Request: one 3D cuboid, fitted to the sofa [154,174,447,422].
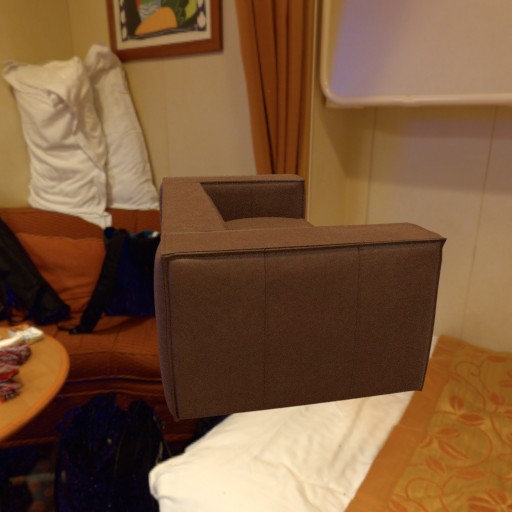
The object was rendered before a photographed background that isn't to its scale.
[{"bbox_3d":[0.000,0.000,2.581,1.102,0.703,2.088,-3,17,-11],"label":"sofa"}]
